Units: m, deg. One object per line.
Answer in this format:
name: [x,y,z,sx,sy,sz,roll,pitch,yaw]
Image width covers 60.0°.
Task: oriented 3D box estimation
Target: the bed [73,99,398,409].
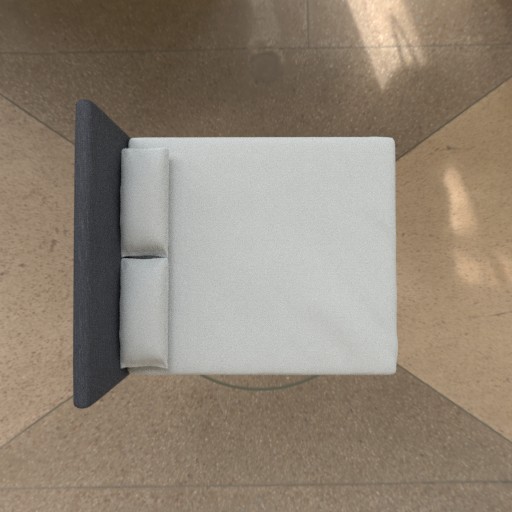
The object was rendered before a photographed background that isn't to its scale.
bed: [0.000,0.000,3.214,2.142,1.330,1.884,0,89,0]
